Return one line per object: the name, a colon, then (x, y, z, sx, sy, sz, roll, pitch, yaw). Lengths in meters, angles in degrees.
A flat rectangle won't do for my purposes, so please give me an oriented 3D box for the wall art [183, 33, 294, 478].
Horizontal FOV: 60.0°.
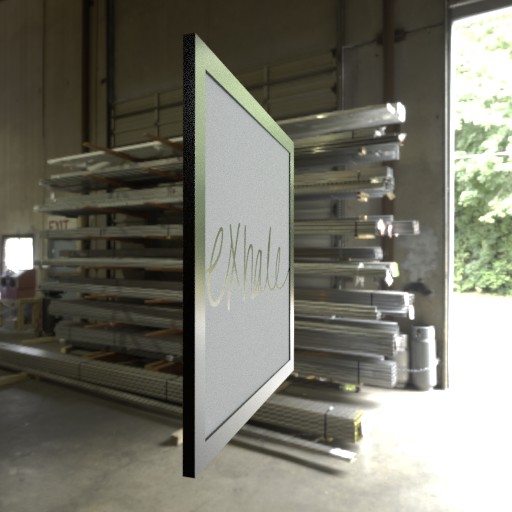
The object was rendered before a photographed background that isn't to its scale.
wall art: (0.000, 0.000, 0.656, 0.014, 0.445, 0.446, 0, 0, 18)
